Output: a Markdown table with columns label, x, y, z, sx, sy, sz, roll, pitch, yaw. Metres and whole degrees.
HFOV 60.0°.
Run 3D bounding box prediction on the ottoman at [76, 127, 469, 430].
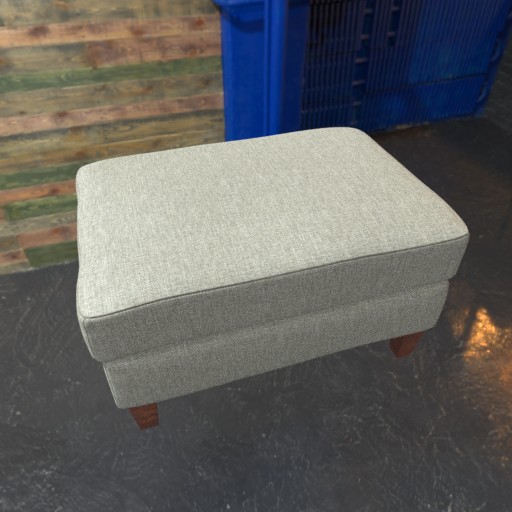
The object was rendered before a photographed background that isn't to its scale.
| label | x | y | z | sx | sy | sz | roll | pitch | yaw |
| --- | --- | --- | --- | --- | --- | --- | --- | --- | --- |
| ottoman | 0.000 | 0.000 | 1.234 | 0.873 | 0.494 | 0.639 | -11 | 42 | -13 |
